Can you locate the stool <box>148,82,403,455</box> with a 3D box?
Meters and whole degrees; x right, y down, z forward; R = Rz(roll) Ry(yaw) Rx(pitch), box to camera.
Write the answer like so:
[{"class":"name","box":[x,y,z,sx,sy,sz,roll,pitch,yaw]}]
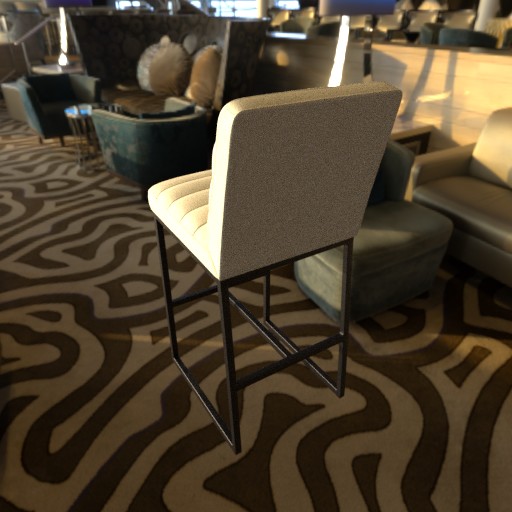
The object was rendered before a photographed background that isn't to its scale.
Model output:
[{"class":"stool","box":[0.000,0.000,1.358,0.460,1.040,0.560,-17,34,-27]}]
